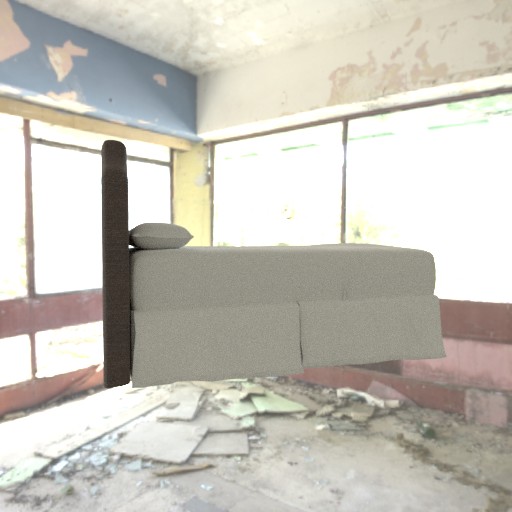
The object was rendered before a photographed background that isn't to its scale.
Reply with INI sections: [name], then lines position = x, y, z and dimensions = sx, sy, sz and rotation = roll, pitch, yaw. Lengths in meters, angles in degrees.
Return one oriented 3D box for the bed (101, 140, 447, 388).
[bed]
position = 0.000, 0.000, 3.259
dimensions = 2.116, 1.290, 1.693
rotation = -1, 2, -18
